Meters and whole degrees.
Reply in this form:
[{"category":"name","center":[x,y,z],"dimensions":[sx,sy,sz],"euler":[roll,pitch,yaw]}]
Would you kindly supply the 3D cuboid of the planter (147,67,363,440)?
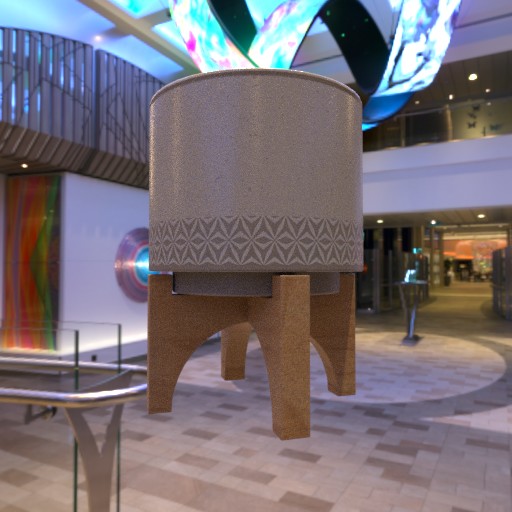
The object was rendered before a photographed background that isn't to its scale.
[{"category":"planter","center":[0.000,0.000,0.275],"dimensions":[0.130,0.178,0.130],"euler":[0,-2,0]}]
